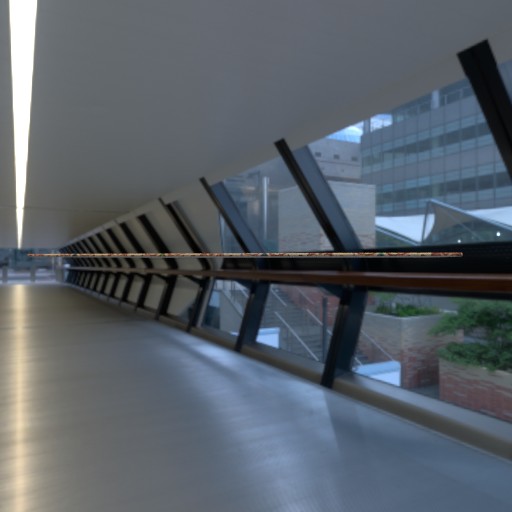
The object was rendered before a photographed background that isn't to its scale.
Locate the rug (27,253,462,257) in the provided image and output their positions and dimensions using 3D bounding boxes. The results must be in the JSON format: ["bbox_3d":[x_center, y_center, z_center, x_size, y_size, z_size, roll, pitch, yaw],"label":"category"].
[{"bbox_3d":[0.000,0.000,2.367,1.838,0.013,1.226,0,0,16],"label":"rug"}]
